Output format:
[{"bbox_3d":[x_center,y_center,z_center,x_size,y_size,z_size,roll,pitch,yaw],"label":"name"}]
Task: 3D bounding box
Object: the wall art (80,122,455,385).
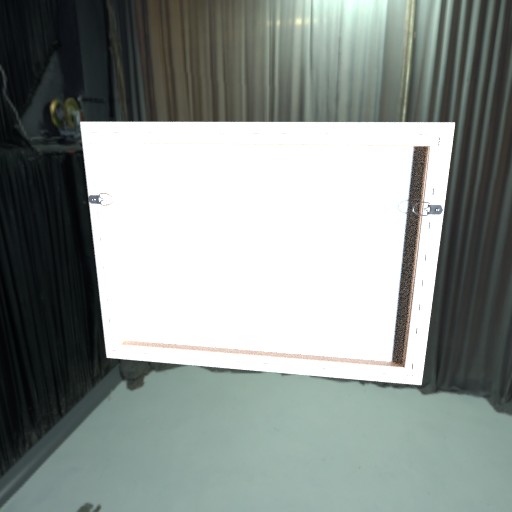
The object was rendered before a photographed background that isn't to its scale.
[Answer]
[{"bbox_3d":[0.000,0.000,1.577,1.219,0.912,0.042,3,18,9],"label":"wall art"}]
